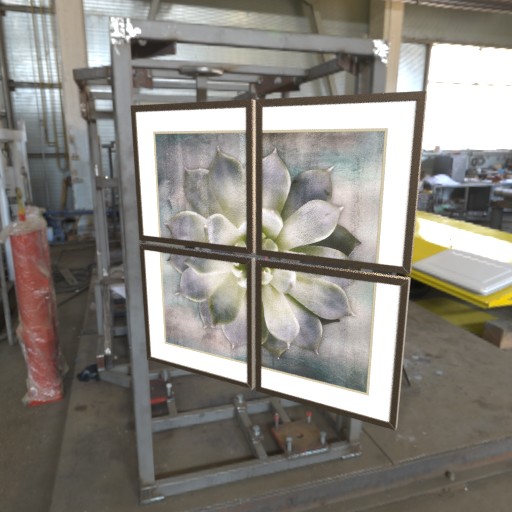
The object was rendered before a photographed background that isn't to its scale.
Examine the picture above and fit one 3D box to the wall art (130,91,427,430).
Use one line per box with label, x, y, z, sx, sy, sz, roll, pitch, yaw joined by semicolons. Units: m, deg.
wall art;0.000;0.000;1.544;1.032;1.032;0.030;7;16;27
